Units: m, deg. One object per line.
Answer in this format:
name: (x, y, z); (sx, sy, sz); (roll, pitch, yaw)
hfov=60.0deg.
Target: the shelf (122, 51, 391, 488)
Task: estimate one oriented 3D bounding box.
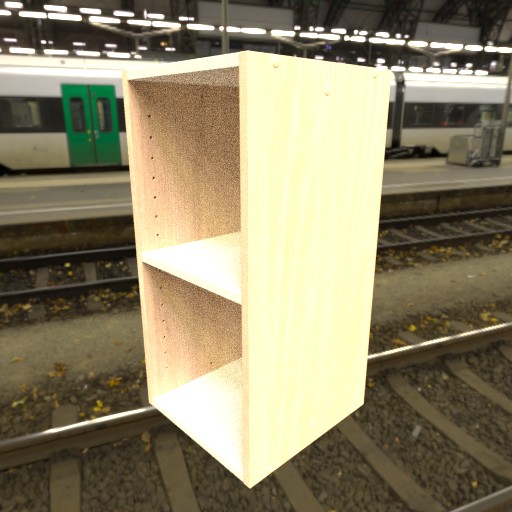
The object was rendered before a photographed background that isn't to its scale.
shelf: (0.000, 0.000, 0.765); (0.297, 0.594, 0.290); (-16, 23, -41)
